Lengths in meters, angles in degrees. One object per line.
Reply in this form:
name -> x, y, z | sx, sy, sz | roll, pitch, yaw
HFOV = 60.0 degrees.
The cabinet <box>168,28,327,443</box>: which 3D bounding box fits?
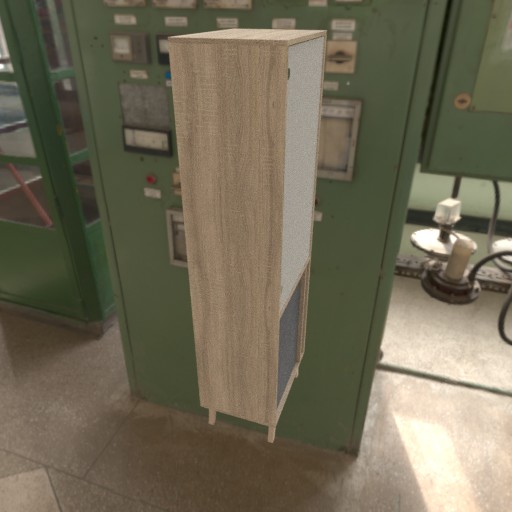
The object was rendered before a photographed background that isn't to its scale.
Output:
cabinet -> 0.000, 0.000, 2.058 | 0.400, 1.850, 0.570 | 10, 31, 17
